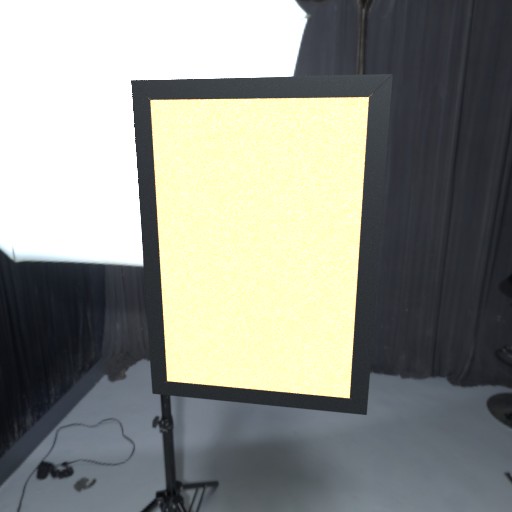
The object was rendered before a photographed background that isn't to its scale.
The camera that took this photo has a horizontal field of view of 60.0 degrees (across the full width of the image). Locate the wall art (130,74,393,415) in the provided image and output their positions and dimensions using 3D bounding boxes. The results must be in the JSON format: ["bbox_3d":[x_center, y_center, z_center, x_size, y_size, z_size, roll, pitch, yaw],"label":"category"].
[{"bbox_3d":[0.000,0.000,0.610,0.326,0.459,0.011,3,16,9],"label":"wall art"}]
